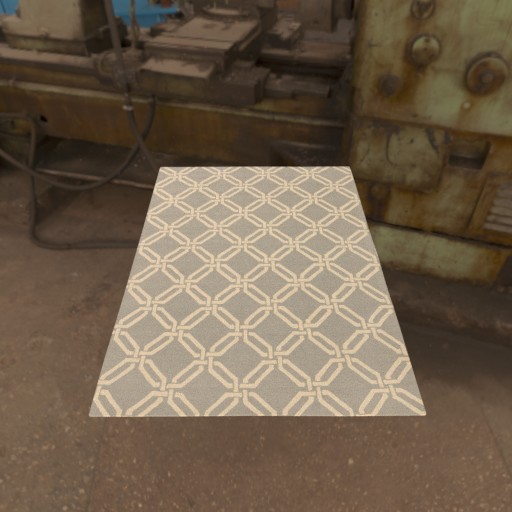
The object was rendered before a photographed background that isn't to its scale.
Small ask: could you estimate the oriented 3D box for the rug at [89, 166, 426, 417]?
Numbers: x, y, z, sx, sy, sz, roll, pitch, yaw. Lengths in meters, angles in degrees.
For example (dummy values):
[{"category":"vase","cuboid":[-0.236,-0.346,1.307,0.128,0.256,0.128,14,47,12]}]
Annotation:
[{"category":"rug","cuboid":[0.000,0.000,2.774,1.522,0.013,2.133,0,42,0]}]
